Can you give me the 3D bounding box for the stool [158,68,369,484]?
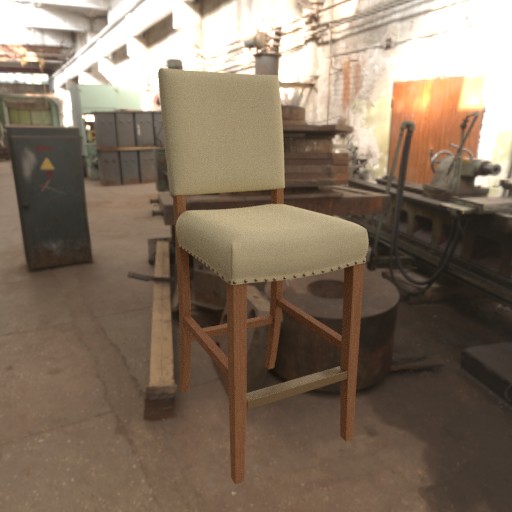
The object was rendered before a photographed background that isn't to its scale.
[{"bbox_3d":[0.000,0.000,1.444,0.445,1.168,0.584,-8,18,-26],"label":"stool"}]
